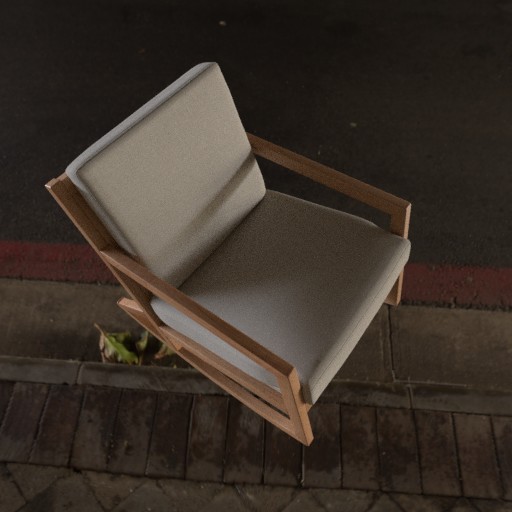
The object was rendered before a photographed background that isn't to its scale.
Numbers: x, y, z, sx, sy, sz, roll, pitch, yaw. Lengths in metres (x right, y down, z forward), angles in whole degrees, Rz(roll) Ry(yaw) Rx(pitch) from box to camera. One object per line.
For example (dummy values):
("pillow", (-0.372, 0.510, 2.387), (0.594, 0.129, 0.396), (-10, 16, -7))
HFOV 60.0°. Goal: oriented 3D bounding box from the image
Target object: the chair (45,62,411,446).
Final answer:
("chair", (0.000, 0.000, 1.380), (0.857, 0.790, 0.622), (32, 63, 19))
